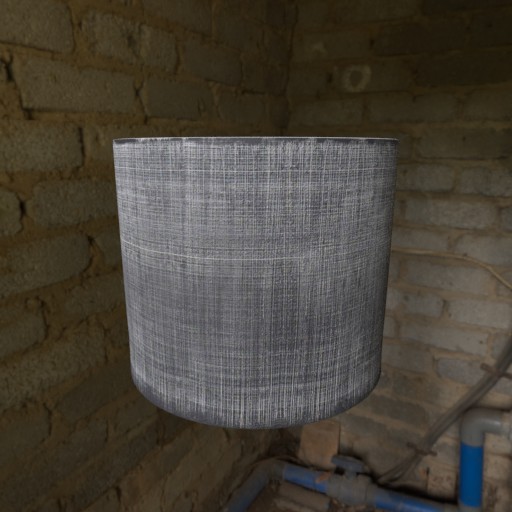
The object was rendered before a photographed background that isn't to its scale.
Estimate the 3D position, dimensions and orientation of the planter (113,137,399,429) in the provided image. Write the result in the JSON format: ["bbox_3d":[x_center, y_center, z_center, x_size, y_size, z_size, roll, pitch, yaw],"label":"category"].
[{"bbox_3d":[0.000,0.000,0.438,0.254,0.221,0.254,0,14,0],"label":"planter"}]
